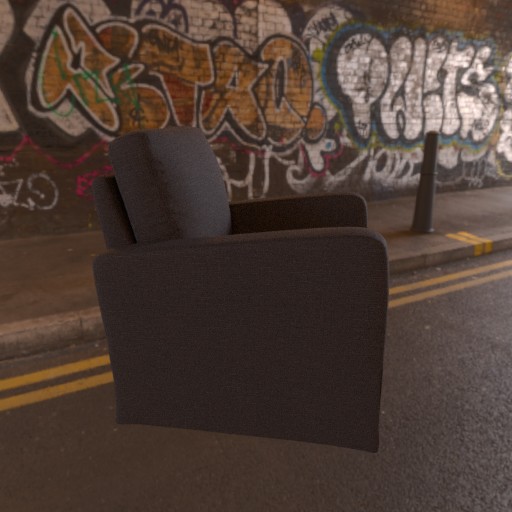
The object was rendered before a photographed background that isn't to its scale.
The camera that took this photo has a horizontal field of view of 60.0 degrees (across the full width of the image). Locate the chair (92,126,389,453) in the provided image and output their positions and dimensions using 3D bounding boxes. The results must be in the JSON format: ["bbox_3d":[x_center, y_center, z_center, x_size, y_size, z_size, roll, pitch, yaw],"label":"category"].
[{"bbox_3d":[0.000,0.000,1.514,0.863,0.855,0.798,3,16,9],"label":"chair"}]
